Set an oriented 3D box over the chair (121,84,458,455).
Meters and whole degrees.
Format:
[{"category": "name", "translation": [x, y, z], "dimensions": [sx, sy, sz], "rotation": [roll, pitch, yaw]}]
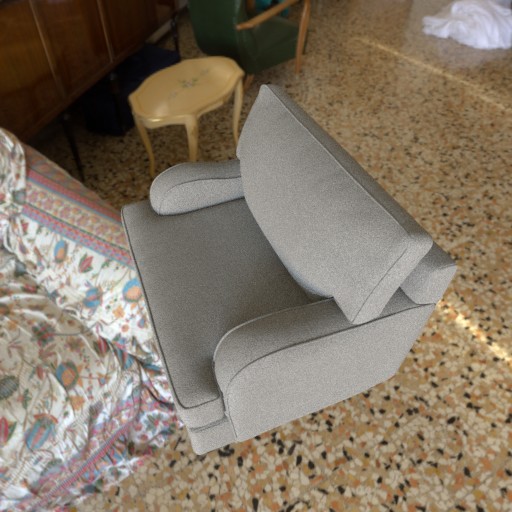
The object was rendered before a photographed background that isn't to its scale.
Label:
[{"category": "chair", "translation": [0.000, 0.000, 1.983], "dimensions": [1.040, 1.016, 1.220], "rotation": [-16, 47, -15]}]
